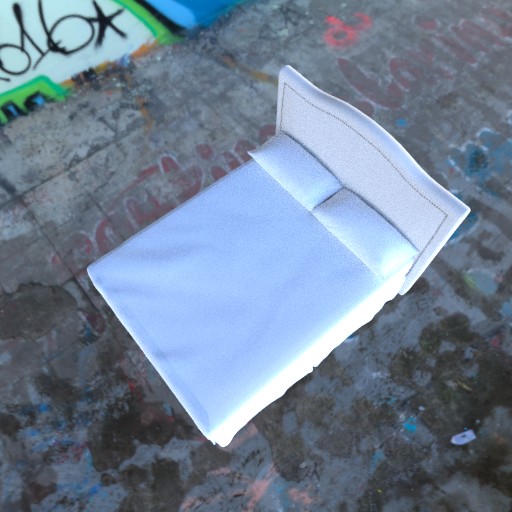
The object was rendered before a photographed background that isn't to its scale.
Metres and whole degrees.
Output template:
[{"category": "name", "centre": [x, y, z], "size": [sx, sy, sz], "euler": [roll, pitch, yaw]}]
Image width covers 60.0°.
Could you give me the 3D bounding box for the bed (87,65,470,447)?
[{"category": "bed", "centre": [0.000, 0.000, 3.359], "size": [2.143, 1.460, 1.753], "euler": [-37, 68, -17]}]
